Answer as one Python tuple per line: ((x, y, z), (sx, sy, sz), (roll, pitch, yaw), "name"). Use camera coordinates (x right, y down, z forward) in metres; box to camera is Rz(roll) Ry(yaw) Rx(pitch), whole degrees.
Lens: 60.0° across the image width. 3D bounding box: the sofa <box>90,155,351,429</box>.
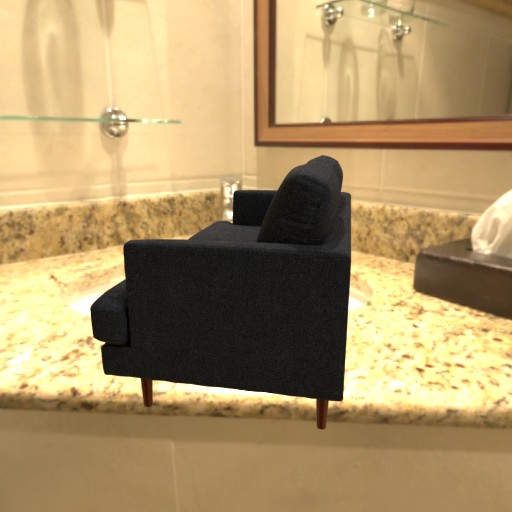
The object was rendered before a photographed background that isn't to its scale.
((0.000, 0.000, 2.198), (0.903, 0.944, 1.582), (3, 15, 11), "sofa")
